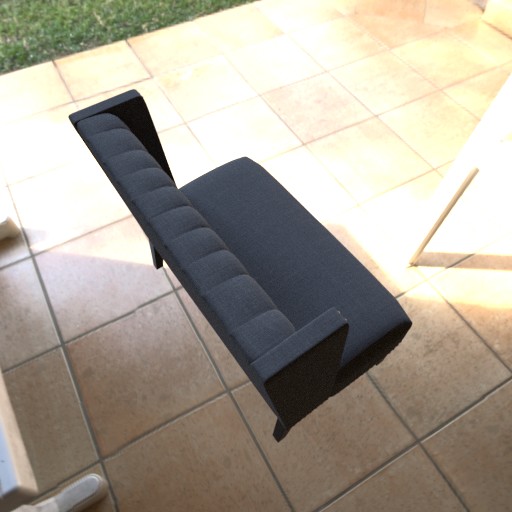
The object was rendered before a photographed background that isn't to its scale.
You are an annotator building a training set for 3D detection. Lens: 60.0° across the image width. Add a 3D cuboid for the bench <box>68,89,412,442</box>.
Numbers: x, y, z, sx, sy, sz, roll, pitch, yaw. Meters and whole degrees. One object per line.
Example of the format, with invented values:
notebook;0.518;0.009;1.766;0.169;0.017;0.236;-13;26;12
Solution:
bench;0.000;0.000;1.972;0.842;1.121;1.276;-31;61;-19
